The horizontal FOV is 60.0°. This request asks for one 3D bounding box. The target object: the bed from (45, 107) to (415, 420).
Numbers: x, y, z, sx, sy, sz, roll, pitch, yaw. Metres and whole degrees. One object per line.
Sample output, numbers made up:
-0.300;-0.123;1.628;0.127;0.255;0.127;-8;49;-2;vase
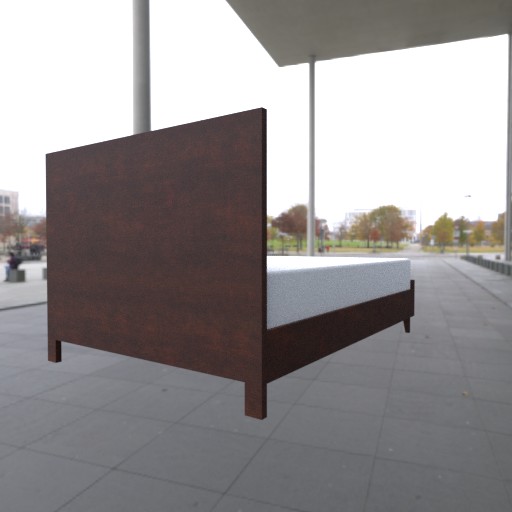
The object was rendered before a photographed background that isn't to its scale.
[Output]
0.000;0.000;3.148;1.600;1.270;2.184;1;2;35;bed
